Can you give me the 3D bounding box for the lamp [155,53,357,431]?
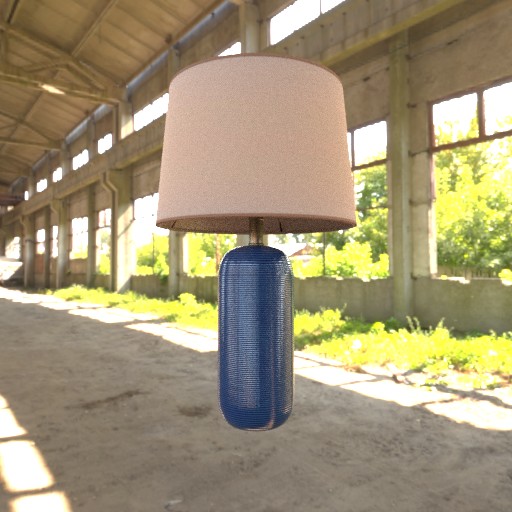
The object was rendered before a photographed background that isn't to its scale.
[{"bbox_3d":[0.000,0.000,0.824,0.367,0.609,0.367,0,-1,0],"label":"lamp"}]
